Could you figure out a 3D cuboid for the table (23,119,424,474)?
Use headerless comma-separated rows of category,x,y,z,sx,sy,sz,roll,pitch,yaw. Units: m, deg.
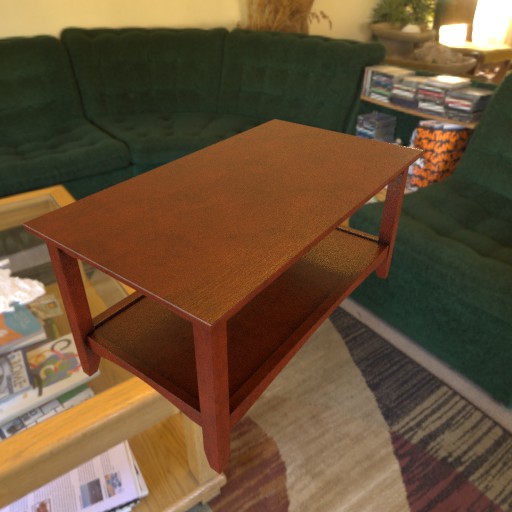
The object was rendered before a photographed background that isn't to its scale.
table,0.000,0.000,1.245,0.533,0.456,0.943,22,39,30
